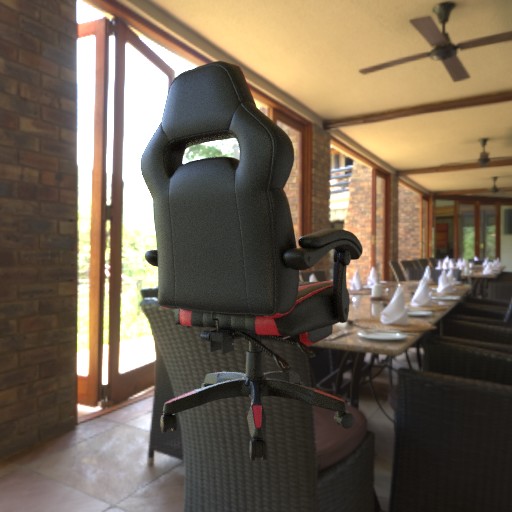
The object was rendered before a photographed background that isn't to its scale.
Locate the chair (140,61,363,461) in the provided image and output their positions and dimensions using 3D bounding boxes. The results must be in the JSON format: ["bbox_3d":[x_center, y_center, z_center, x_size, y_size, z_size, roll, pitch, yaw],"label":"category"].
[{"bbox_3d":[0.000,0.000,1.681,0.700,1.220,0.700,0,0,34],"label":"chair"}]
